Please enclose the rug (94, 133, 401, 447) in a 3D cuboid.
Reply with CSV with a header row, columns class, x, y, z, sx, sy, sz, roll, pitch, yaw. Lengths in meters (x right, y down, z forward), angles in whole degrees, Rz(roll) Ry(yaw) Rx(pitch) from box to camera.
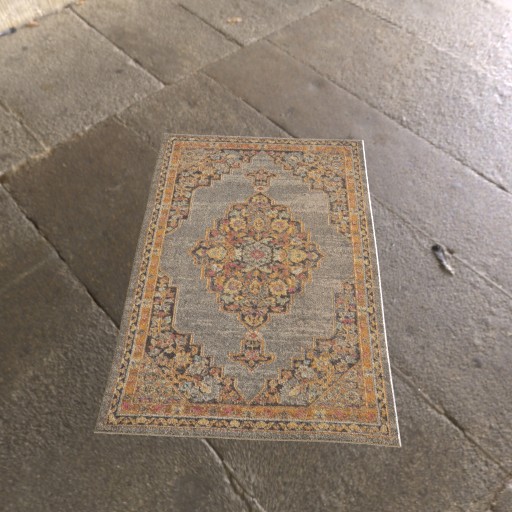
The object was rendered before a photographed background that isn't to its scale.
class,x,y,z,sx,sy,sz,roll,pitch,yaw
rug,0.000,0.000,3.928,2.158,0.024,3.063,2,57,1
